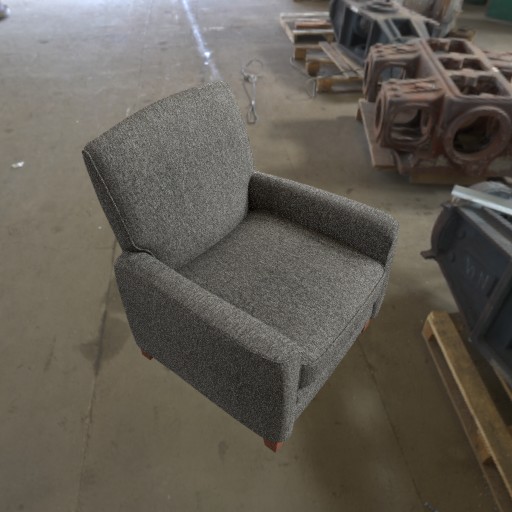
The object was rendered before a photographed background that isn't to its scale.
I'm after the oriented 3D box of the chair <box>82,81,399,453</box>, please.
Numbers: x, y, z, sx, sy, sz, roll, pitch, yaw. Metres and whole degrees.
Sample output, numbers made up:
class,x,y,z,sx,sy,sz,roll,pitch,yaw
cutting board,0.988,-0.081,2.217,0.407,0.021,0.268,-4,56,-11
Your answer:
class,x,y,z,sx,sy,sz,roll,pitch,yaw
chair,0.000,0.000,1.676,0.864,1.014,0.848,27,49,27
